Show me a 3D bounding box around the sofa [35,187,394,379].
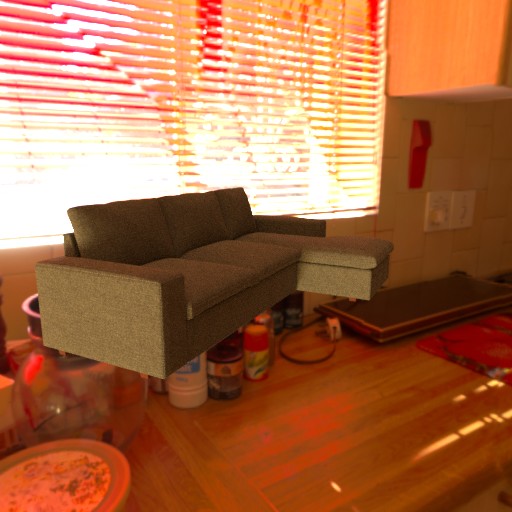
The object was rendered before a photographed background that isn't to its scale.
[{"bbox_3d":[0.000,0.000,3.565,1.689,0.940,2.718,6,14,27],"label":"sofa"}]
